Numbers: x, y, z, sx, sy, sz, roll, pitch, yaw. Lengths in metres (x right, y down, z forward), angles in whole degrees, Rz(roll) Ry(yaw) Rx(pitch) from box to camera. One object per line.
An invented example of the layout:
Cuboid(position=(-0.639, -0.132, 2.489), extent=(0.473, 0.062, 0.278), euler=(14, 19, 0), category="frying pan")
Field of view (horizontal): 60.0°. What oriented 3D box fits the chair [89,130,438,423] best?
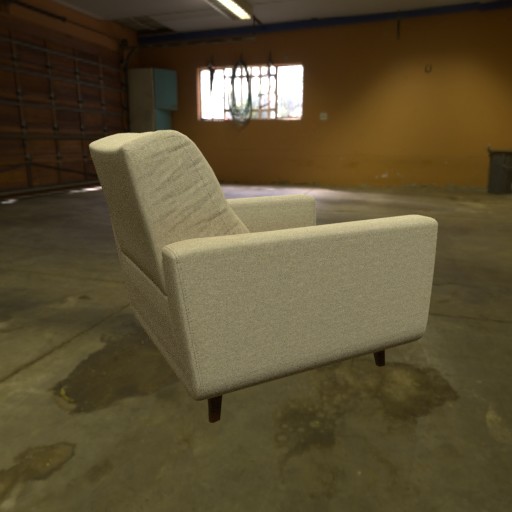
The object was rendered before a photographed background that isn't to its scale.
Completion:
Cuboid(position=(0.000, 0.000, 1.802), extent=(1.128, 0.965, 0.897), euler=(-8, 16, -27), category="chair")
